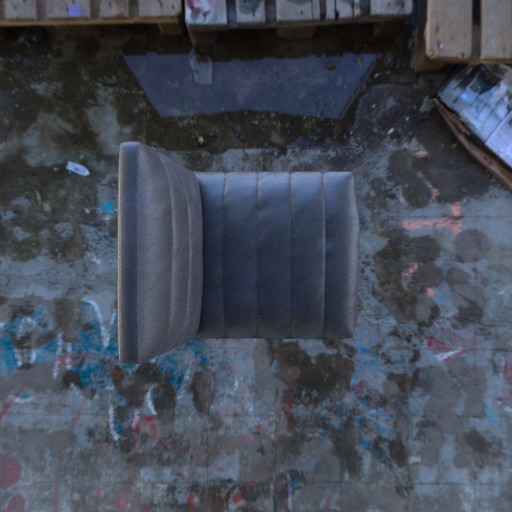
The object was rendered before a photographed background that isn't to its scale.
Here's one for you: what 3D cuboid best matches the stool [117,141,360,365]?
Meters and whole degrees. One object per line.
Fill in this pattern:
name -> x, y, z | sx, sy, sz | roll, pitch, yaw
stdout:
stool -> 0.000, 0.000, 1.384 | 0.562, 1.065, 0.463 | 0, 89, -1
